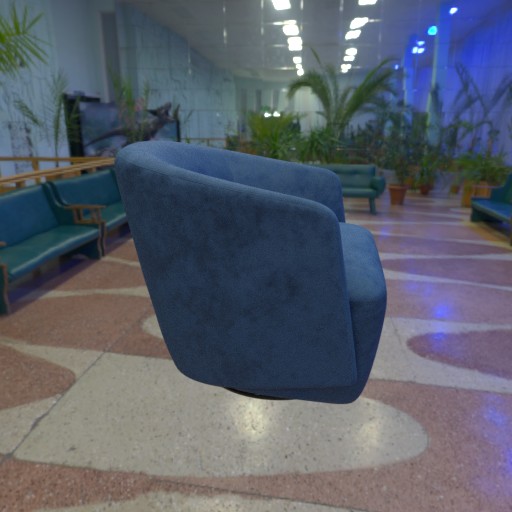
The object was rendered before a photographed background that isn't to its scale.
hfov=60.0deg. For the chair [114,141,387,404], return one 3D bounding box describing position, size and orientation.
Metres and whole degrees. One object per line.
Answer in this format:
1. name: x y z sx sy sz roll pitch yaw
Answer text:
1. chair: 0.000 0.000 1.398 0.767 0.698 0.773 3 17 10
